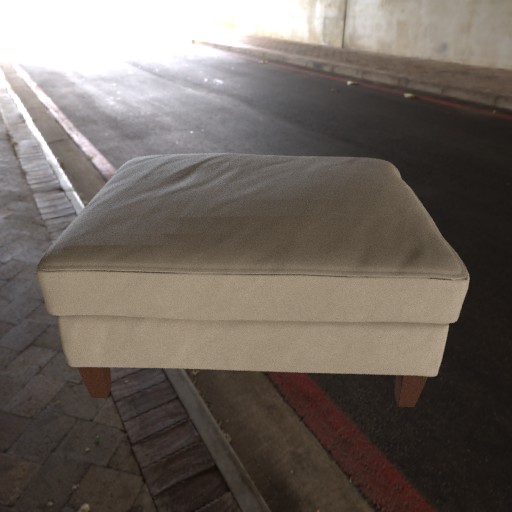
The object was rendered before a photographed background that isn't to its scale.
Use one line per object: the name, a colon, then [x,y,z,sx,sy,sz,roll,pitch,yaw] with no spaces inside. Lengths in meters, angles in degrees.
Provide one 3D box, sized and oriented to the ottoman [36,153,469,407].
ottoman: [0.000,0.000,1.433,1.002,0.492,0.836,1,30,2]
